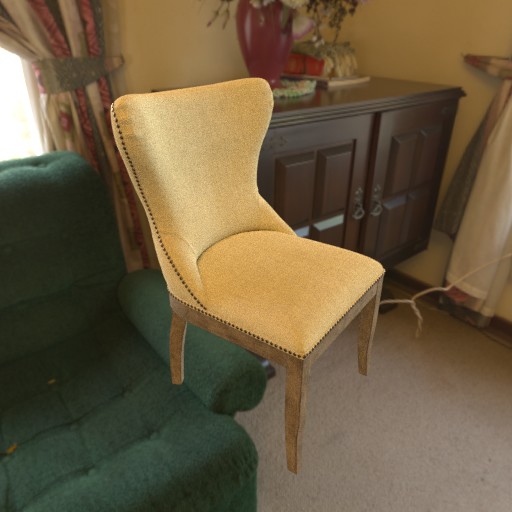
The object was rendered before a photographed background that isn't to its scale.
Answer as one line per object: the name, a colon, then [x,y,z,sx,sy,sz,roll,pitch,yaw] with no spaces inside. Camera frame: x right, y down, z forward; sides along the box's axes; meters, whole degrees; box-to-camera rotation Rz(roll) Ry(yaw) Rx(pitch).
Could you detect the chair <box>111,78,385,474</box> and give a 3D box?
chair: [0.000,0.000,1.422,0.681,1.002,0.654,18,32,31]
